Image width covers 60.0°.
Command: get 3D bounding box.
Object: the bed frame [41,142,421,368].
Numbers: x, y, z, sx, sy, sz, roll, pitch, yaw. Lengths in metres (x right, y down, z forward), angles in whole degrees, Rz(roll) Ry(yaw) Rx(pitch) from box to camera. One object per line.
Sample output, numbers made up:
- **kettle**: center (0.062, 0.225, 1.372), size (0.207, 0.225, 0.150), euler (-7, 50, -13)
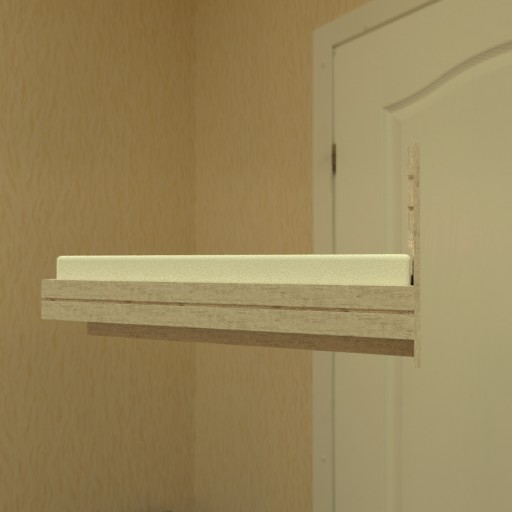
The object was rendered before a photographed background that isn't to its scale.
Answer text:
- **bed frame**: center (0.000, 0.000, 3.044), size (2.080, 0.970, 1.750), euler (0, -1, 19)
